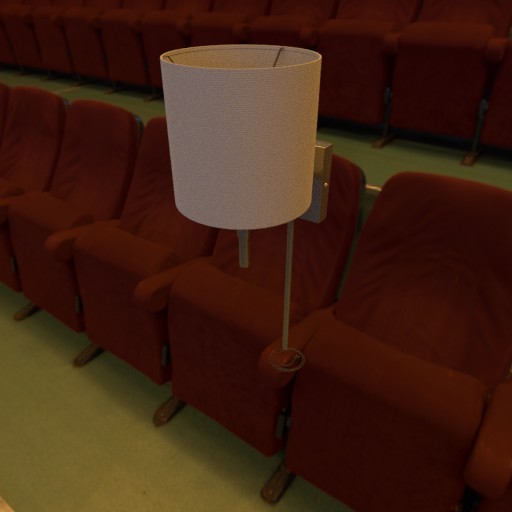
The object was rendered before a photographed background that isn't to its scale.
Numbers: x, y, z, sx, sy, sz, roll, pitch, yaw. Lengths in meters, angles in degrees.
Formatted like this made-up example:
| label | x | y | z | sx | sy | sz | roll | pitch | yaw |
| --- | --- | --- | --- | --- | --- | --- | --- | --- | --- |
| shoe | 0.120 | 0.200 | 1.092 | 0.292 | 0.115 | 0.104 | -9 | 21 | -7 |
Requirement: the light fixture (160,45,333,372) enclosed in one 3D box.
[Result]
| label | x | y | z | sx | sy | sz | roll | pitch | yaw |
| --- | --- | --- | --- | --- | --- | --- | --- | --- | --- |
| light fixture | 0.000 | 0.000 | 0.699 | 0.188 | 0.589 | 0.248 | 21 | 38 | 29 |
